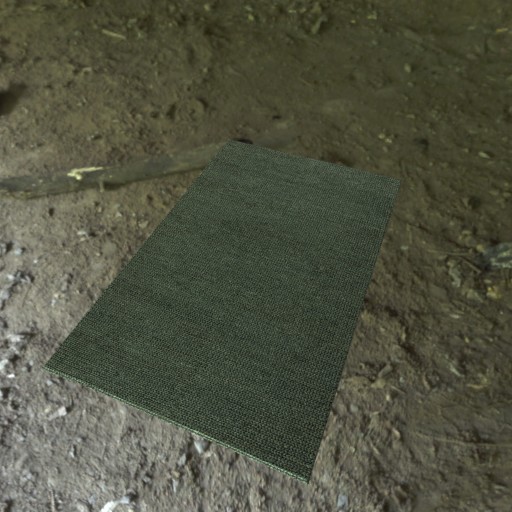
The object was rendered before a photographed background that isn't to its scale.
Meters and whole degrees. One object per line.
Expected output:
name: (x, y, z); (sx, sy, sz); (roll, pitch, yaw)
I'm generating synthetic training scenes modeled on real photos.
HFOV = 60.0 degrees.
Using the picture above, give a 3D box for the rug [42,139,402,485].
rug: (0.000, 0.000, 2.991); (1.538, 0.021, 2.443); (17, 50, 15)
